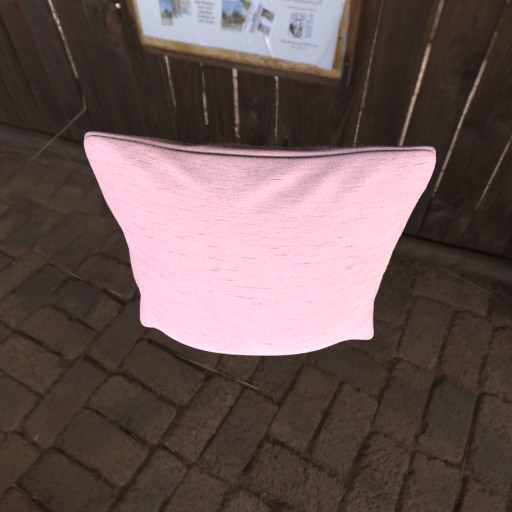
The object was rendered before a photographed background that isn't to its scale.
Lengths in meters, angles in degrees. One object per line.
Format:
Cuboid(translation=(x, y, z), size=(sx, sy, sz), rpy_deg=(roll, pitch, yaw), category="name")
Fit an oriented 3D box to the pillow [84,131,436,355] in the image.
Cuboid(translation=(0.000, 0.000, 0.682), size=(0.432, 0.415, 0.246), rpy_deg=(3, 48, 3), category="pillow")
